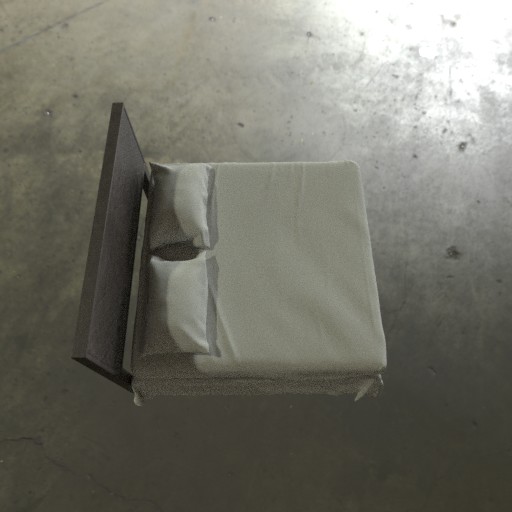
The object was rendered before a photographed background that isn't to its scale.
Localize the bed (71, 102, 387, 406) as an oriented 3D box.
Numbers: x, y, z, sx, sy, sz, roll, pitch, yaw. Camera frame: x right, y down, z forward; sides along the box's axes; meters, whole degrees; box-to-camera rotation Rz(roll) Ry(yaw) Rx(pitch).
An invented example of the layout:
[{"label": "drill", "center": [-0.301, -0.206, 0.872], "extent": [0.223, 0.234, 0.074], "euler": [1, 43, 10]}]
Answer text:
[{"label": "bed", "center": [0.000, 0.000, 2.965], "extent": [1.785, 1.142, 1.772], "euler": [-1, 65, 0]}]
